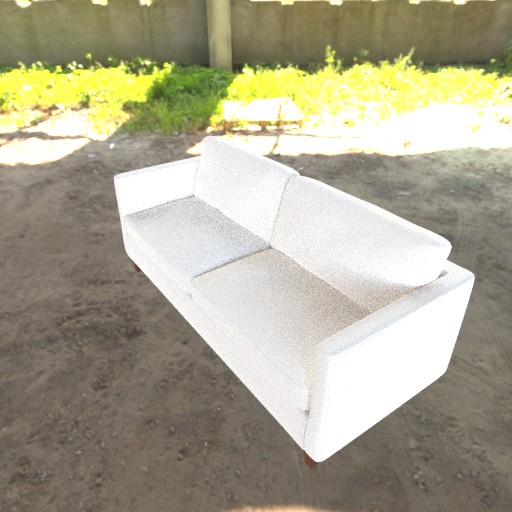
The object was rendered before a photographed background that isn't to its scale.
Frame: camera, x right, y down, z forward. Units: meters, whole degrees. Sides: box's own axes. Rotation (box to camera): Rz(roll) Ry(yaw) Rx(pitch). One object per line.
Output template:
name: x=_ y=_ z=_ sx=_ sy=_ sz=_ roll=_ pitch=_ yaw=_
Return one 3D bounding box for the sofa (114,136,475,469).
sofa: x=0.000 y=0.000 z=2.612 sx=0.924 sy=0.933 sz=2.139 roll=-20 pitch=37 yaw=-30
